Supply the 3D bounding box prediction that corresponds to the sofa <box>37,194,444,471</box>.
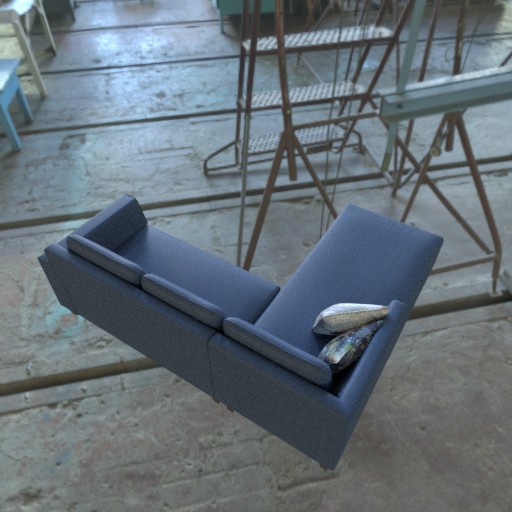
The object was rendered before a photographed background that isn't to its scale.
[{"bbox_3d":[0.000,0.000,3.082,2.120,0.787,1.829,24,50,22],"label":"sofa"}]
